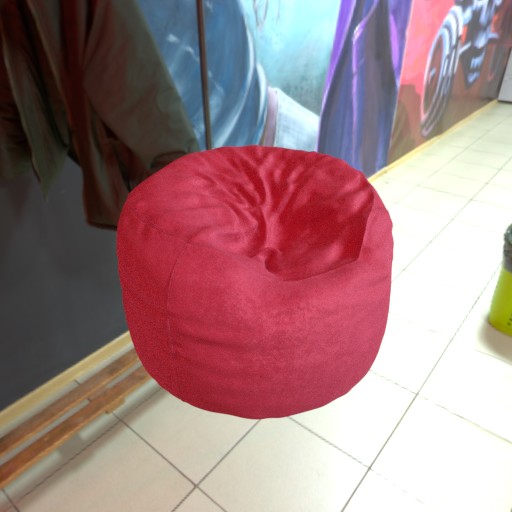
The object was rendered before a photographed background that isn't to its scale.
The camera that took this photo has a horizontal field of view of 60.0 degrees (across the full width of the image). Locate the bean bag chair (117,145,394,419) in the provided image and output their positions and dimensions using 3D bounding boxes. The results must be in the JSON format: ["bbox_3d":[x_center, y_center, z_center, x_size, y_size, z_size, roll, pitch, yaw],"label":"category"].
[{"bbox_3d":[0.000,0.000,2.007,1.218,0.788,1.218,0,32,0],"label":"bean bag chair"}]
